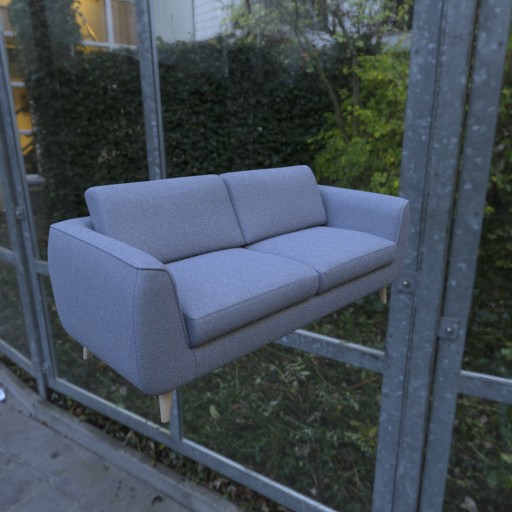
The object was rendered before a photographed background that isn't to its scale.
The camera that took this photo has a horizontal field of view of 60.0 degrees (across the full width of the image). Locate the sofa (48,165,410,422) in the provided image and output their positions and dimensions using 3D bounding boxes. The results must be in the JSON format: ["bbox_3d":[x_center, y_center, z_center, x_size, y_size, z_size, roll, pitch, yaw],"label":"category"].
[{"bbox_3d":[0.000,0.000,2.522,0.920,0.870,2.000,16,23,43],"label":"sofa"}]
